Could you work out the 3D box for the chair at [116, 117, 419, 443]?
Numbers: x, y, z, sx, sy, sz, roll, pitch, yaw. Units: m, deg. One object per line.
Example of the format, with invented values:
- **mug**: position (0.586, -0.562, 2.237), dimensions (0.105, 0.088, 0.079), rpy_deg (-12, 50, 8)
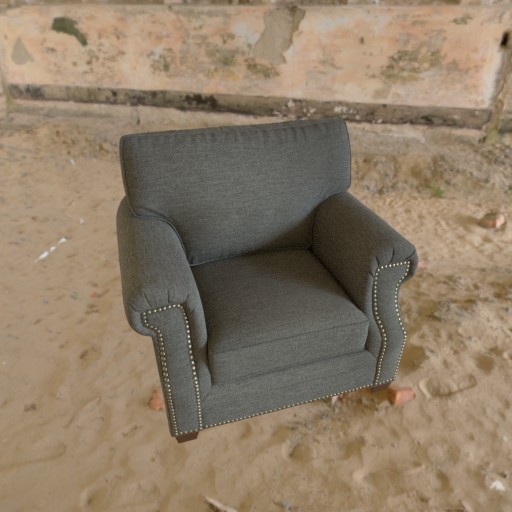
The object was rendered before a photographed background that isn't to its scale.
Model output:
- **chair**: position (0.000, 0.000, 1.870), dimensions (1.092, 0.961, 0.965), rpy_deg (-9, 32, -15)
